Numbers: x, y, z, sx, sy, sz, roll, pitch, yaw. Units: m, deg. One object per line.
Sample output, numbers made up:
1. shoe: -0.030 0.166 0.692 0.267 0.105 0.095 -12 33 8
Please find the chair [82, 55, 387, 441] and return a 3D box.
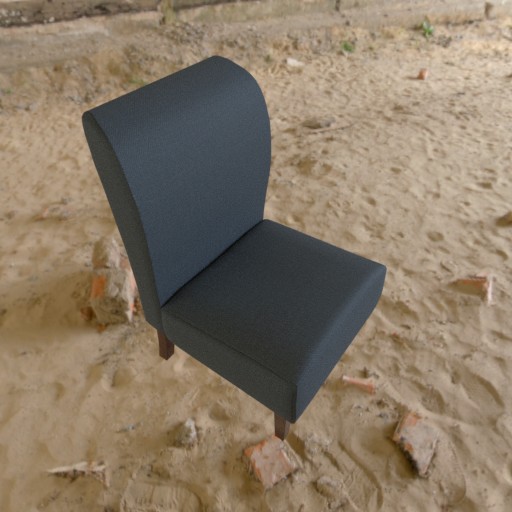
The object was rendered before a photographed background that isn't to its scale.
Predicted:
1. chair: 0.000 0.000 1.178 0.592 0.804 0.513 25 48 25
